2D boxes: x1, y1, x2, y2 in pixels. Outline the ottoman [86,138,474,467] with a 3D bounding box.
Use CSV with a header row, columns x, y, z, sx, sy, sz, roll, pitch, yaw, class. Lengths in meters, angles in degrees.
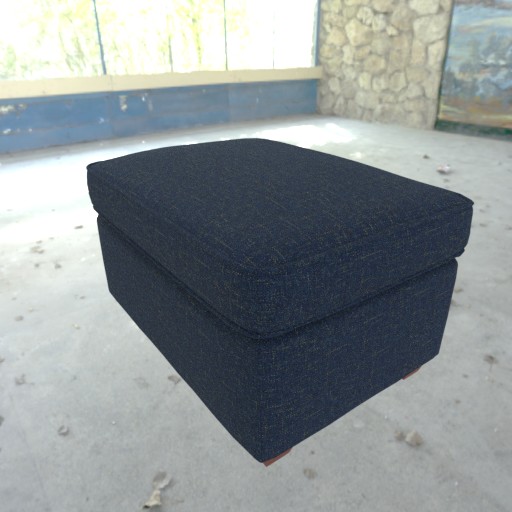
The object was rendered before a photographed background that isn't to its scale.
x,y,z,sx,sy,sz,roll,pitch,yaw,class
0.000,0.000,1.042,0.549,0.450,0.749,-17,31,-32,ottoman
